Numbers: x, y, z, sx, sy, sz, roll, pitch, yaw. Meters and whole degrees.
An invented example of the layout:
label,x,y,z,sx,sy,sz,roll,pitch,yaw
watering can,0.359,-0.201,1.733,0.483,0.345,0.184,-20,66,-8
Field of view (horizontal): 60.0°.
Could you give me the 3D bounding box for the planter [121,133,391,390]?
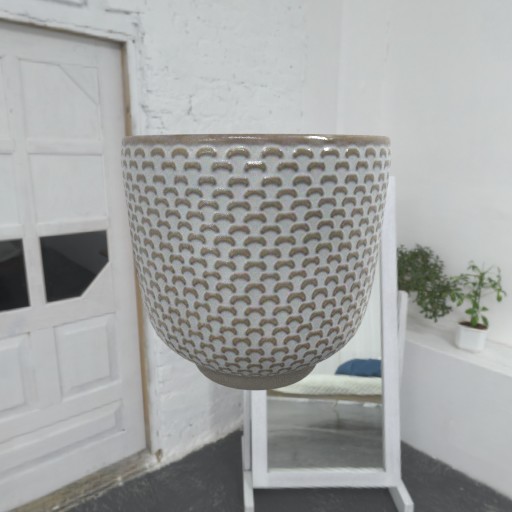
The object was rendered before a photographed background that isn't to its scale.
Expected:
label,x,y,z,sx,sy,sz,roll,pitch,yaw
planter,0.000,0.000,0.250,0.139,0.130,0.139,0,14,0
